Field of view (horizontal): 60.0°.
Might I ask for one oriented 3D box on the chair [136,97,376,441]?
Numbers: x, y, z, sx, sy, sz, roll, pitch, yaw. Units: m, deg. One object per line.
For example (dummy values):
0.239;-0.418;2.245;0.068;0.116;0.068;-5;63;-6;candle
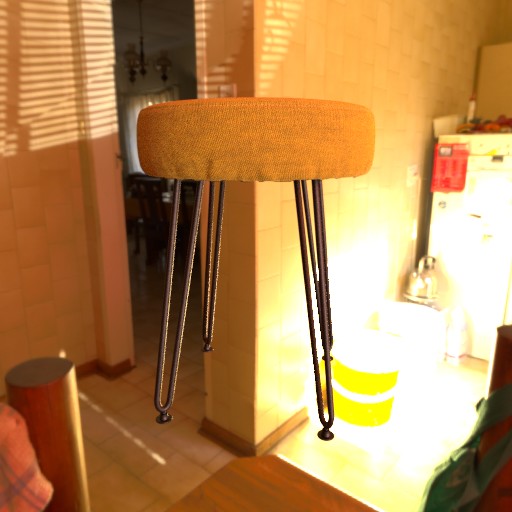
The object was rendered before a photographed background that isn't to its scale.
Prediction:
0.000;0.000;0.704;0.345;0.455;0.345;2;14;9;chair
